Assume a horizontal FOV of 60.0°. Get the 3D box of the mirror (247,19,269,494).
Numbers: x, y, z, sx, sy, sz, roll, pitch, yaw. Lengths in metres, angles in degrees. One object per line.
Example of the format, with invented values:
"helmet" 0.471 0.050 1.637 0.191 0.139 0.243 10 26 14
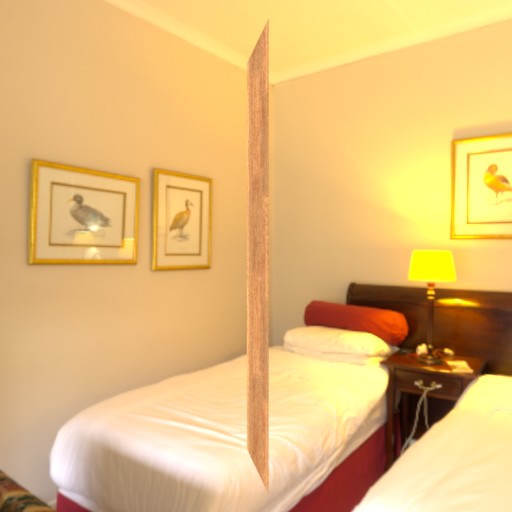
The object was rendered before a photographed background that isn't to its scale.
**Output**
"mirror" 0.000 0.000 1.266 0.047 1.010 0.651 0 1 -1
